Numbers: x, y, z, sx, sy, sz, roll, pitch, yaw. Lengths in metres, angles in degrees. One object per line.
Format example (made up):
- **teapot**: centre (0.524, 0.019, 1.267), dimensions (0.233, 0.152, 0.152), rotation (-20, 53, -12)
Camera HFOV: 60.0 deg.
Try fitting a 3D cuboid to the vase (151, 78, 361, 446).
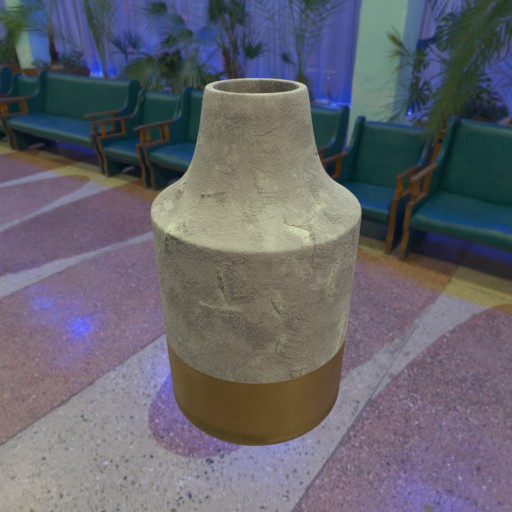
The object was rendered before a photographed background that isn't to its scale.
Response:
- **vase**: centre (0.000, 0.000, 0.419), dimensions (0.184, 0.305, 0.184), rotation (0, 30, 0)
